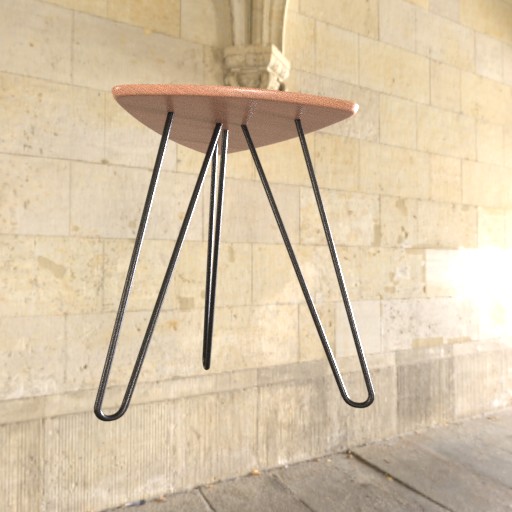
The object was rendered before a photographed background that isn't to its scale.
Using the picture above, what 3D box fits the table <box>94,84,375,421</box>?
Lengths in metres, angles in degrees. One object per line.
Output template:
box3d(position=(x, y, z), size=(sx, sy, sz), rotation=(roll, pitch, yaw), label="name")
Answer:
box3d(position=(0.000, 0.000, 0.884), size=(0.455, 0.564, 0.442), rotation=(0, -2, 18), label="table")
